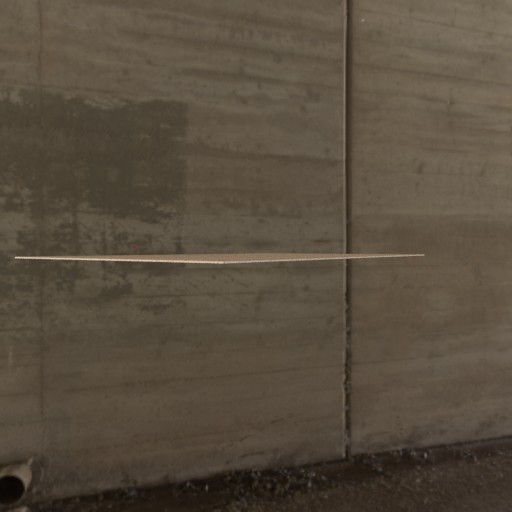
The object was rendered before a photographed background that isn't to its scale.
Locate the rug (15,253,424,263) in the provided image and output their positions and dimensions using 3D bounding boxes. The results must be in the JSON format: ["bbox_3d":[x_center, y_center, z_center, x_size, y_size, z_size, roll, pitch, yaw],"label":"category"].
[{"bbox_3d":[0.000,0.000,2.985,1.524,0.008,2.440,1,1,36],"label":"rug"}]
